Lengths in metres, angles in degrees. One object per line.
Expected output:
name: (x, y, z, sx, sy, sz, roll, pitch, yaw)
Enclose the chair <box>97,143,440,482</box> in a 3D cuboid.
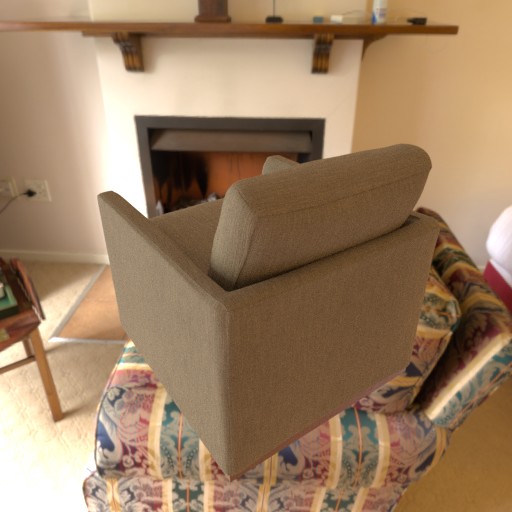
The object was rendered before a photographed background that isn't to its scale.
chair: (0.000, 0.000, 1.473, 0.763, 0.811, 0.834, -19, 35, -30)
